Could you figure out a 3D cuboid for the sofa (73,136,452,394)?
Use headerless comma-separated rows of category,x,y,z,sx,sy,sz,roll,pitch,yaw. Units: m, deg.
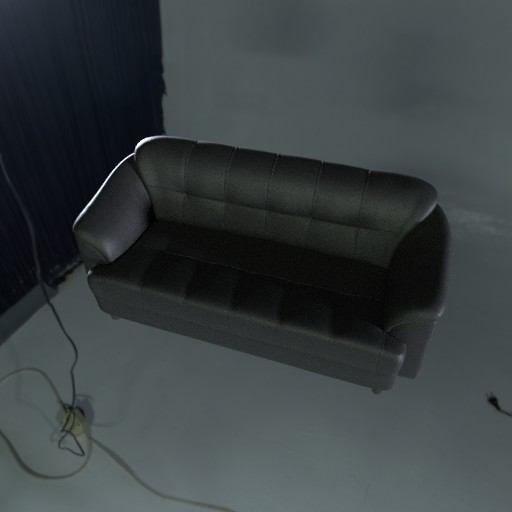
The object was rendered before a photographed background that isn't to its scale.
sofa,0.000,0.000,2.312,1.829,0.811,0.800,13,42,14
